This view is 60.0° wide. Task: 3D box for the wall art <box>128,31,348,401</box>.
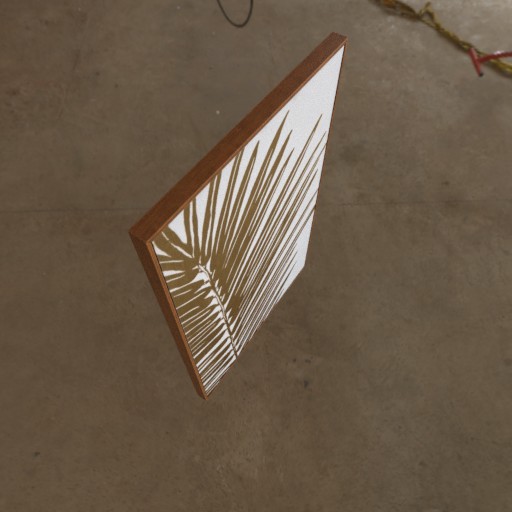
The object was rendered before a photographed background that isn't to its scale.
[{"bbox_3d":[0.000,0.000,1.163,0.037,0.914,0.610,30,63,17],"label":"wall art"}]
